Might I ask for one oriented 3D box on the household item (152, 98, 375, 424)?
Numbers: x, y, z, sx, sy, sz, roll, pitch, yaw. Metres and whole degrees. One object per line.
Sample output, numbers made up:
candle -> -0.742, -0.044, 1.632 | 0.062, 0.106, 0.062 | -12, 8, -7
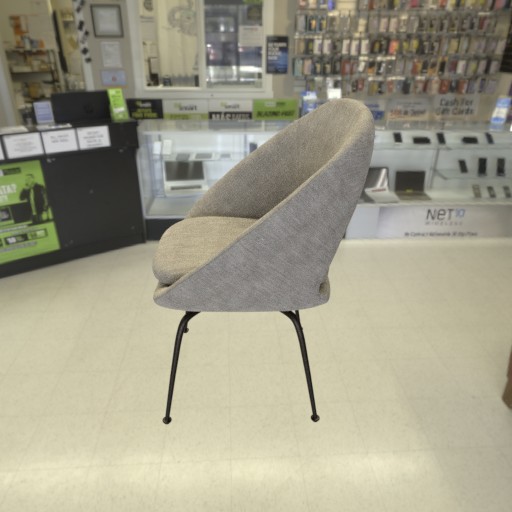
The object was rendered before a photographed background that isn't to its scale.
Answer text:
household item -> 0.000, 0.000, 1.320 | 0.587, 0.869, 0.643 | 0, 27, -1
